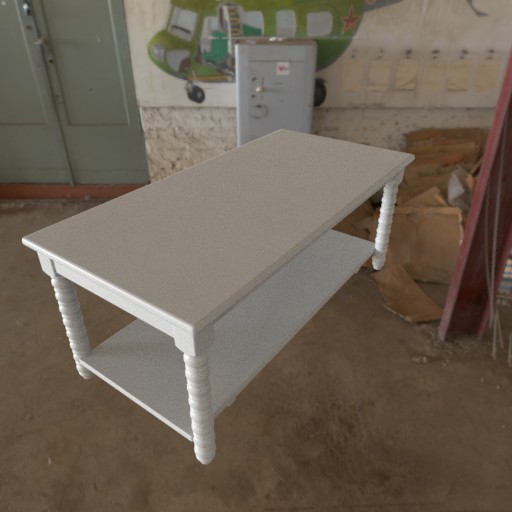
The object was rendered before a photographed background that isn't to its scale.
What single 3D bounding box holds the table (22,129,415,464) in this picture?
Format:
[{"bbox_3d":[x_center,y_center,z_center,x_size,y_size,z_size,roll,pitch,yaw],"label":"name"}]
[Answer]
[{"bbox_3d":[0.000,0.000,1.465,0.580,0.487,1.171,21,37,30],"label":"table"}]
